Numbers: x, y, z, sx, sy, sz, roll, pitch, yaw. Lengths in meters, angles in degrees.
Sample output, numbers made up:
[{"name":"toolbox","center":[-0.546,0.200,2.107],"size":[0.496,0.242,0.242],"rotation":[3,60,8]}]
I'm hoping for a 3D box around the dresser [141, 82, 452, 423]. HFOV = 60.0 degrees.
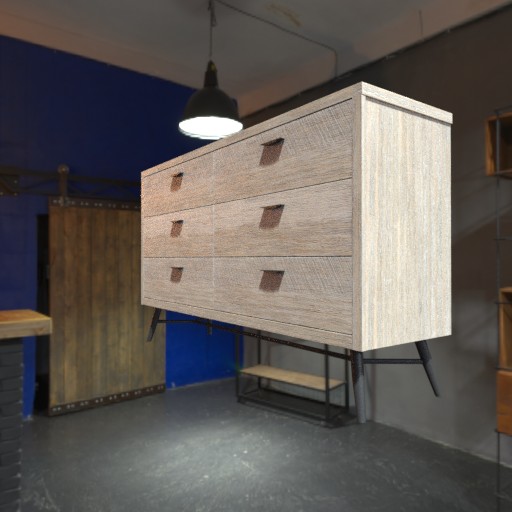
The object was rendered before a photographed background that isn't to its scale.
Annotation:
[{"name":"dresser","center":[0.000,0.000,1.910],"size":[0.457,0.914,1.524],"rotation":[0,0,-36]}]
